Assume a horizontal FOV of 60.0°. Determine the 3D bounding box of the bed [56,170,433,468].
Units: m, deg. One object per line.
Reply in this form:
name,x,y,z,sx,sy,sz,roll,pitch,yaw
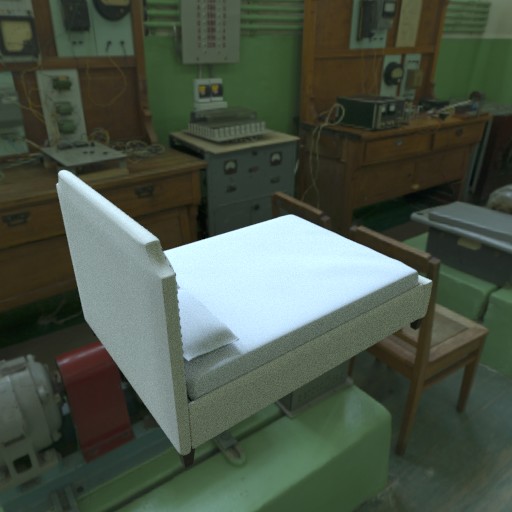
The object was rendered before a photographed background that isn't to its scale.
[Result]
bed,0.000,0.000,3.456,2.372,1.443,1.712,-19,33,-32
